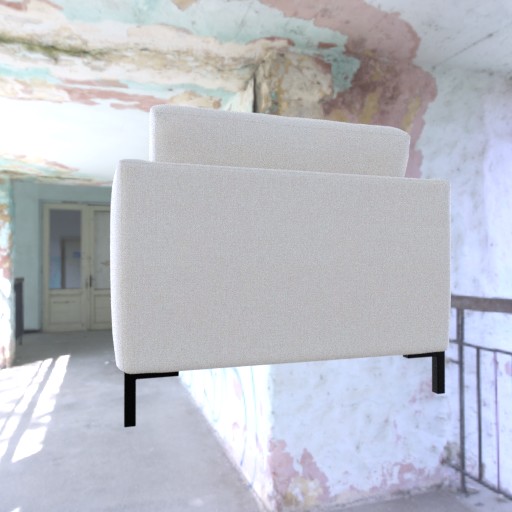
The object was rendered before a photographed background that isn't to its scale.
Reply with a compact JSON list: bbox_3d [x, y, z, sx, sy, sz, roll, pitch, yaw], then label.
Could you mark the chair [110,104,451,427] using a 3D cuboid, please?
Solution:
[{"bbox_3d":[0.000,0.000,1.563,0.964,0.806,0.875,0,0,-17],"label":"chair"}]
